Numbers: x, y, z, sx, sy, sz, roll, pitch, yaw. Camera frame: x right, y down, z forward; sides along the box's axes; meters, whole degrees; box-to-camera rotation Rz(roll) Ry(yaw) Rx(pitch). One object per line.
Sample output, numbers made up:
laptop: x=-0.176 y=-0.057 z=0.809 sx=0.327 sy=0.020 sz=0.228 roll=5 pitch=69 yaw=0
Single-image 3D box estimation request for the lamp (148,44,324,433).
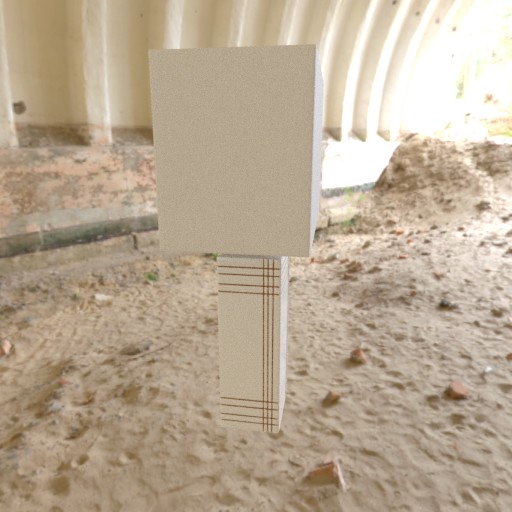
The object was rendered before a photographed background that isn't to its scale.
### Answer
lamp: x=0.000 y=0.000 z=0.693 sx=0.182 sy=0.543 sz=0.334 roll=3 pitch=15 yaw=9
